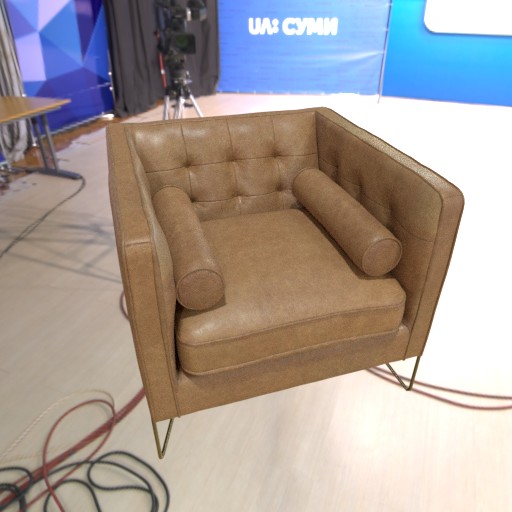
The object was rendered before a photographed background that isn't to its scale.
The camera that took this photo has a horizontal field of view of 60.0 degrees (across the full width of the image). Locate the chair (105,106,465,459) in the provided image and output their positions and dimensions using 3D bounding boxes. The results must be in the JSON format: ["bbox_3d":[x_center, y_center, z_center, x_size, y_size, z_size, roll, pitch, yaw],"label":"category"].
[{"bbox_3d":[0.000,0.000,1.604,0.920,0.797,0.912,-10,34,-15],"label":"chair"}]
